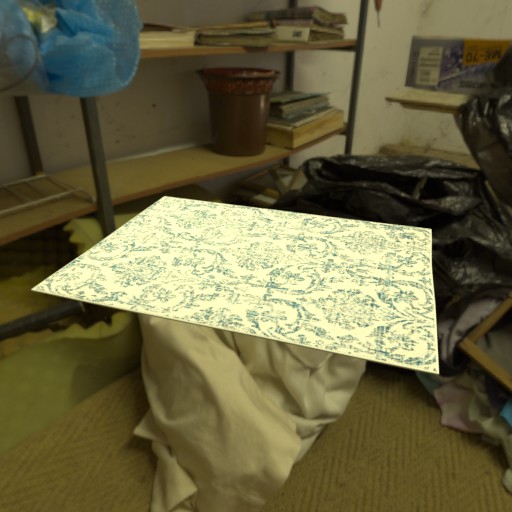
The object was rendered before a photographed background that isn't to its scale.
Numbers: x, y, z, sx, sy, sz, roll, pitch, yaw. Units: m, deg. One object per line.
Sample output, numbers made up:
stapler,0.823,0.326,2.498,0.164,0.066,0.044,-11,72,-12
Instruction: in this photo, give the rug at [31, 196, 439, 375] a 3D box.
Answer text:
rug,0.000,0.000,2.898,2.197,0.014,1.586,9,30,16
